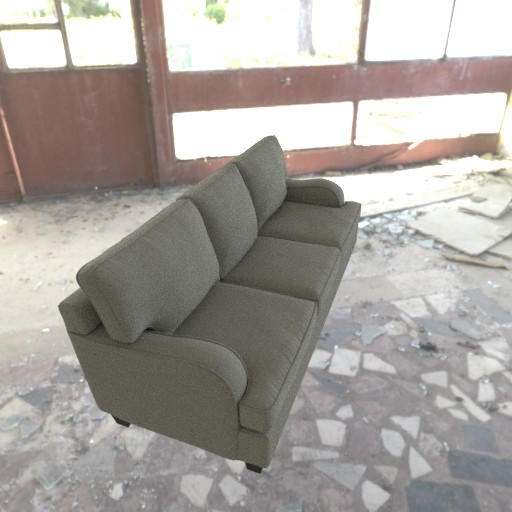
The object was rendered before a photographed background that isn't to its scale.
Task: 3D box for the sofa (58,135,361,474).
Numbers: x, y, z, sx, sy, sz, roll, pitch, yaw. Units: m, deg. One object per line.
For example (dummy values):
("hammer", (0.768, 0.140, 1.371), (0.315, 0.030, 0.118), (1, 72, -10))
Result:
("sofa", (0.000, 0.000, 2.849), (1.016, 0.997, 2.323), (11, 32, 18))
